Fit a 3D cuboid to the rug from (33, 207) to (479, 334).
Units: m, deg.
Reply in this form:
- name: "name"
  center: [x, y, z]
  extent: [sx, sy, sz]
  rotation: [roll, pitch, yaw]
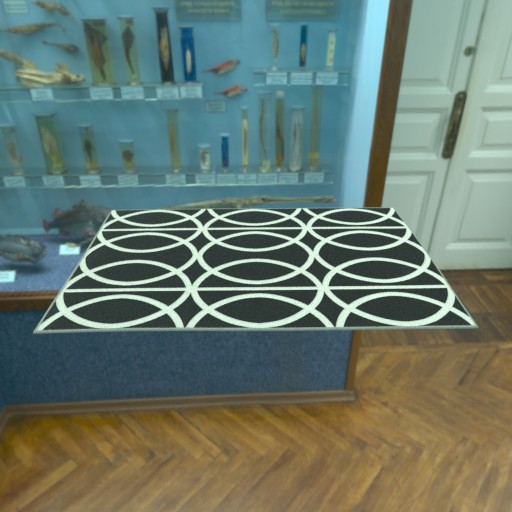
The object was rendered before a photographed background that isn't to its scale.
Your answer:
- name: "rug"
  center: [0.000, 0.000, 2.918]
  extent: [2.290, 0.014, 1.526]
  rotation: [-1, 30, -1]
